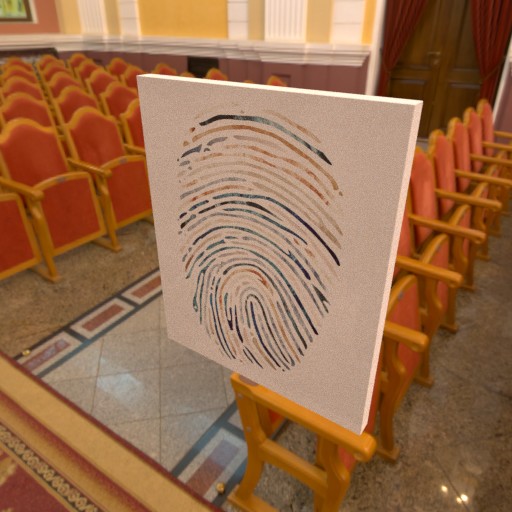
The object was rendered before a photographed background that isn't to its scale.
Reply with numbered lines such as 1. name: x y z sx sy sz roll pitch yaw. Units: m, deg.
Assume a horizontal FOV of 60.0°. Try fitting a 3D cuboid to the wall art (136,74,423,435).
1. wall art: 0.000 0.000 0.838 0.508 0.606 0.037 18 34 30
